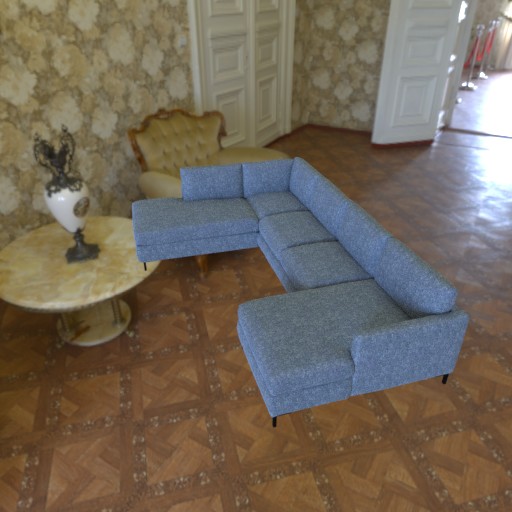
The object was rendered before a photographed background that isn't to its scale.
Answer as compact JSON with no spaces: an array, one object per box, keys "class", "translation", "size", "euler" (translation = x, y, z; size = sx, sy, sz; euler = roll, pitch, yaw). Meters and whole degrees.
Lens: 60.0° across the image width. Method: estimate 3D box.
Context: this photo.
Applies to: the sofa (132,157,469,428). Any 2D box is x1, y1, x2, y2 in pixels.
[{"class":"sofa","translation":[0.000,0.000,3.594],"size":[1.879,0.756,2.737],"euler":[-8,31,-14]}]
